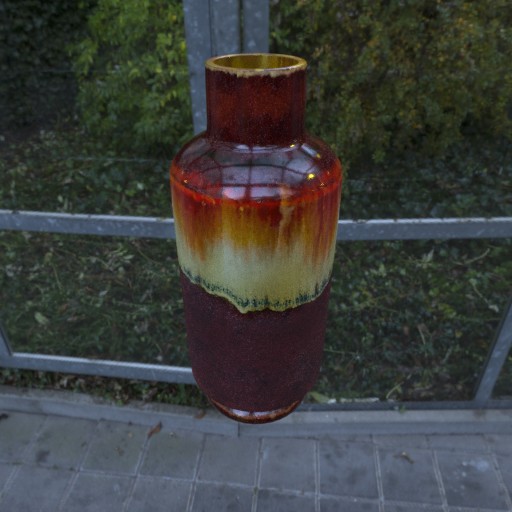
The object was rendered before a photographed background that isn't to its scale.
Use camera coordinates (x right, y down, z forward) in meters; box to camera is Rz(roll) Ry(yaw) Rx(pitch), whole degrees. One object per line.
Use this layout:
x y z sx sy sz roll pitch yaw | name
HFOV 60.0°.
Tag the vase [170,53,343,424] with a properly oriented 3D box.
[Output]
0.000 0.000 0.320 0.111 0.261 0.111 0 33 0 | vase
